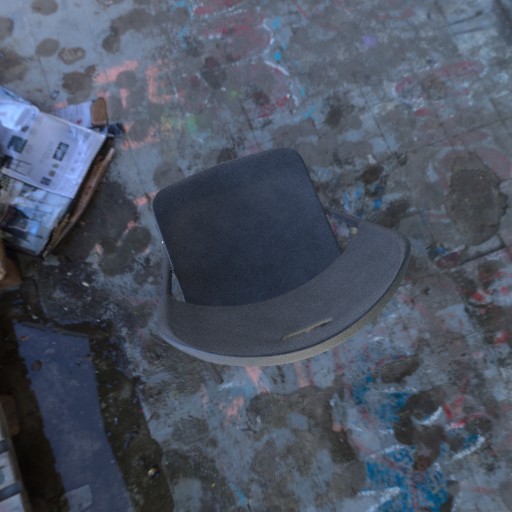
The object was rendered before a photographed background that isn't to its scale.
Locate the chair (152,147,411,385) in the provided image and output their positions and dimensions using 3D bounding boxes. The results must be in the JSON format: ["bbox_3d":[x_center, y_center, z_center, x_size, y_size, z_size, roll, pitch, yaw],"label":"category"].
[{"bbox_3d":[0.000,0.000,1.164,0.494,0.810,0.567,-20,77,-5],"label":"chair"}]
